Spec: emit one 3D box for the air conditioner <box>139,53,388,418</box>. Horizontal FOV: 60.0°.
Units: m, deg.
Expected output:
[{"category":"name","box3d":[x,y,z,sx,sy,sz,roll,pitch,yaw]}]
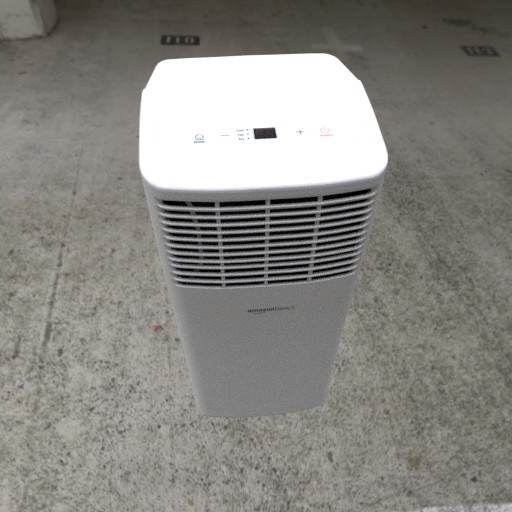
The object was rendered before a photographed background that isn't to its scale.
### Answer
[{"category":"air conditioner","box3d":[0.000,0.000,0.802,0.304,0.606,0.349,-4,47,-4]}]
